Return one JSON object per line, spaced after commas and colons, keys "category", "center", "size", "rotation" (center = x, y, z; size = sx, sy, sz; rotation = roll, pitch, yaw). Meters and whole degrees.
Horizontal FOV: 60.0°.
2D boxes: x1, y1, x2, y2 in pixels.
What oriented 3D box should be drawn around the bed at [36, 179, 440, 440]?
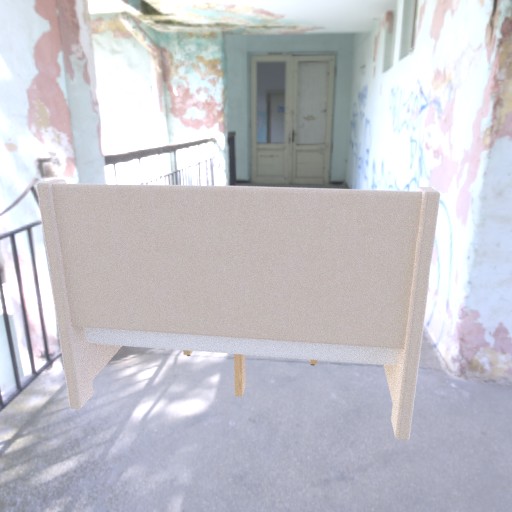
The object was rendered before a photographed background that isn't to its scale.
{"category": "bed", "center": [0.000, 0.000, 3.601], "size": [2.145, 1.471, 2.293], "rotation": [2, 18, 8]}
